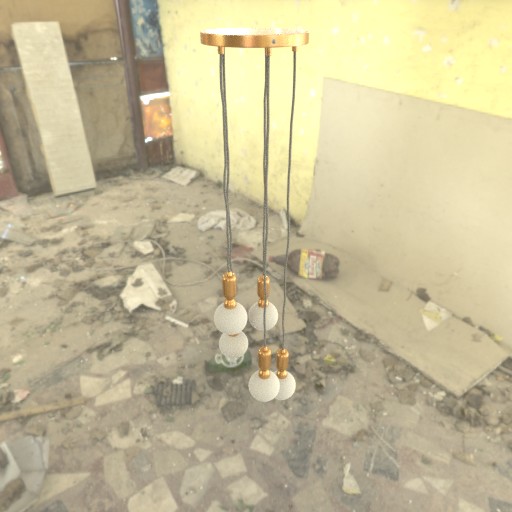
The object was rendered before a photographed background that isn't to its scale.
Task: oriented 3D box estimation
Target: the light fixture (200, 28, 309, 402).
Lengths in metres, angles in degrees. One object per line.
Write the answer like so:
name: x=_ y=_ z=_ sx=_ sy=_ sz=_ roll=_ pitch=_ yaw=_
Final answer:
light fixture: x=0.000 y=0.000 z=0.504 sx=0.108 sy=0.457 sz=0.105 roll=-10 pitch=32 yaw=-16
